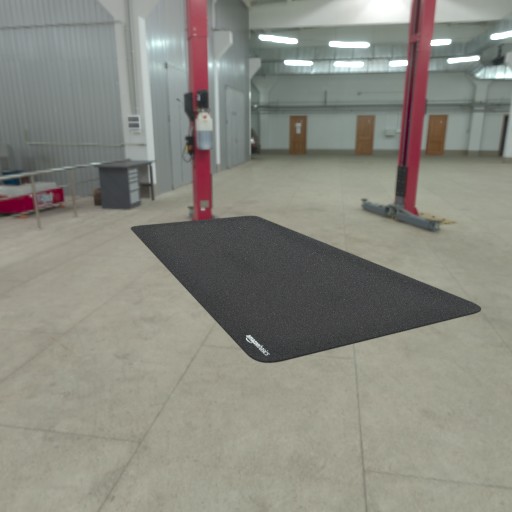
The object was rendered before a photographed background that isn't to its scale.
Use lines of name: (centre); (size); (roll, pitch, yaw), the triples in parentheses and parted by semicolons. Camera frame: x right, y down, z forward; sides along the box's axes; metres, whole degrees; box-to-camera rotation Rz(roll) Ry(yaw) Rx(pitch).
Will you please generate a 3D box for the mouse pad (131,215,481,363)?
mouse pad: (0.000, 0.000, 1.038); (0.424, 0.003, 0.907); (-8, 18, -24)
